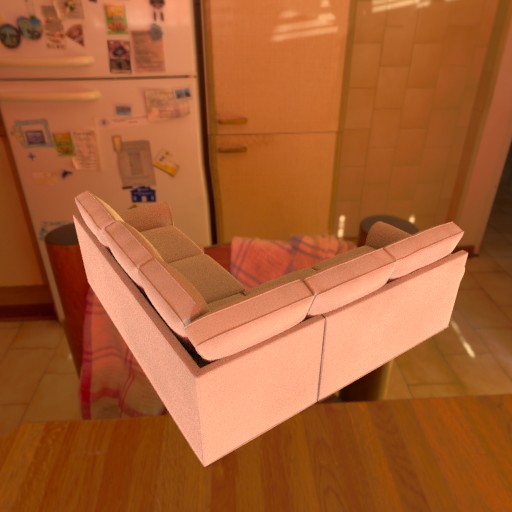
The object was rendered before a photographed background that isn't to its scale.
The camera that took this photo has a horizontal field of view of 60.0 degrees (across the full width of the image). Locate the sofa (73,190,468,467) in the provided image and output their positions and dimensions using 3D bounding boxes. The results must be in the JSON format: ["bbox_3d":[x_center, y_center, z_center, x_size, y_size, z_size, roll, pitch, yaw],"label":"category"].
[{"bbox_3d":[0.000,0.000,3.971,2.487,1.053,2.562,-19,35,-29],"label":"sofa"}]
